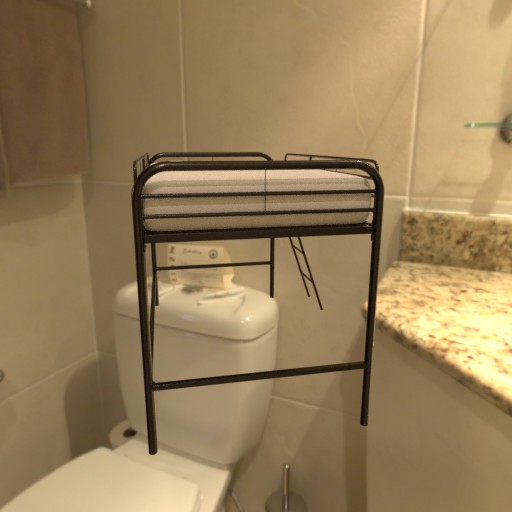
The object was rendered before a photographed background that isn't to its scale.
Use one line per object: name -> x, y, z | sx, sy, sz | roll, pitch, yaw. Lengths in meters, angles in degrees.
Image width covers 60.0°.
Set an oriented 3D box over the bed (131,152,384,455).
bed -> 0.000, 0.000, 2.895 | 1.393, 1.289, 1.968 | -3, 14, -11
